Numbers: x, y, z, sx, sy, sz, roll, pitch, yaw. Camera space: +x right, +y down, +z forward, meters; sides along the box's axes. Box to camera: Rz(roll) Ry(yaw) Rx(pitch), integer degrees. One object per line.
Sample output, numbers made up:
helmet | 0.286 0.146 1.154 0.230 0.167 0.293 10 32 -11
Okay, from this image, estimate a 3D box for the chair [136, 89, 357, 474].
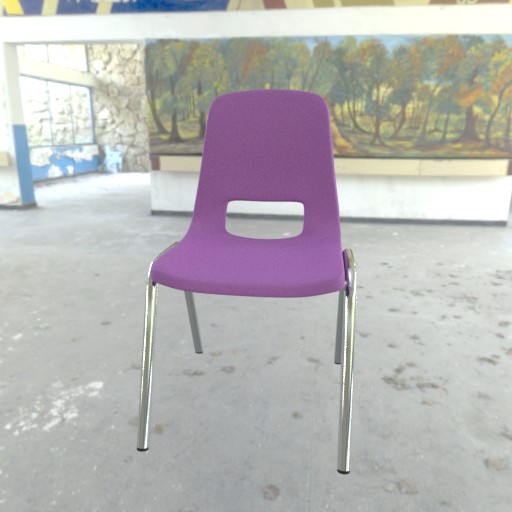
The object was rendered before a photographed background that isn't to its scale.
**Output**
chair | 0.000 0.000 0.664 0.291 0.493 0.301 2 16 8
